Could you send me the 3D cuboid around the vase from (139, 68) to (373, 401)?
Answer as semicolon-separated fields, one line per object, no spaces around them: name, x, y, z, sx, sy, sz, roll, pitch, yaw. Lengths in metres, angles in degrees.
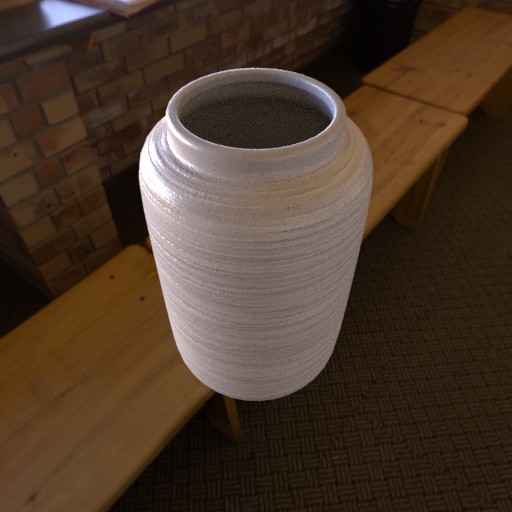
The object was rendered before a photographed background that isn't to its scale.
vase;0.000;0.000;0.462;0.202;0.335;0.202;0;46;0
